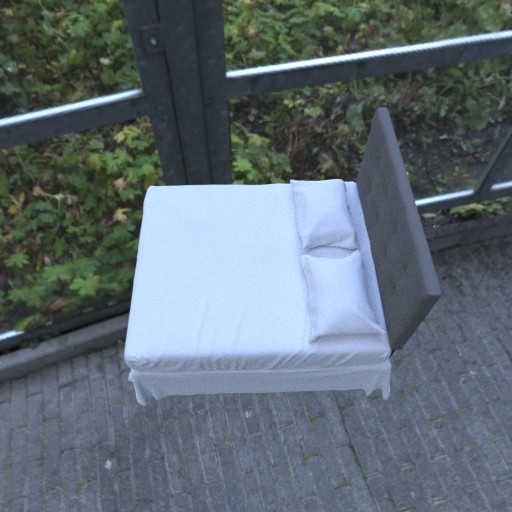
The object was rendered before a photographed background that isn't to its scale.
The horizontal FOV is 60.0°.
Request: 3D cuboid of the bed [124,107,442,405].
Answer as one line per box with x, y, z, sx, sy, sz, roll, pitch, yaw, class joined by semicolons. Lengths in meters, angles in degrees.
0.000;0.000;3.556;2.222;1.577;1.936;-1;57;-1;bed
